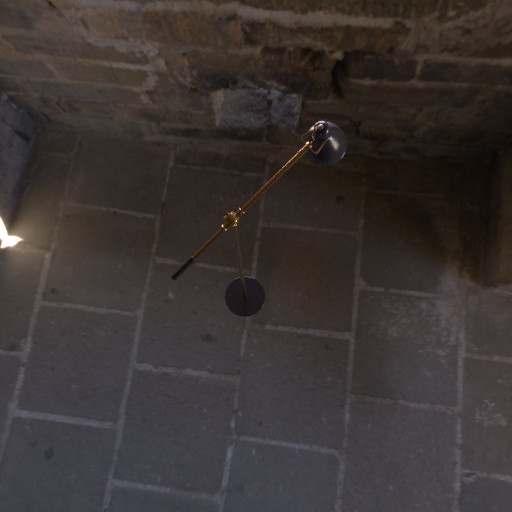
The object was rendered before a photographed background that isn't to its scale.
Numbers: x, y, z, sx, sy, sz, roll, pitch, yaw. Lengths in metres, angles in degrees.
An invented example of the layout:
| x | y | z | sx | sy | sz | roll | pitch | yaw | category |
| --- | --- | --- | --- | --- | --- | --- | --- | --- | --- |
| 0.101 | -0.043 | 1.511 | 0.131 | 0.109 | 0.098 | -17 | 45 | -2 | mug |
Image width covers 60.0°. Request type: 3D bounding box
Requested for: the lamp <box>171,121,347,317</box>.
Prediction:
| x | y | z | sx | sy | sz | roll | pitch | yaw | category |
| --- | --- | --- | --- | --- | --- | --- | --- | --- | --- |
| 0.000 | 0.000 | 1.833 | 0.618 | 1.628 | 0.235 | -39 | 79 | -9 | lamp |
